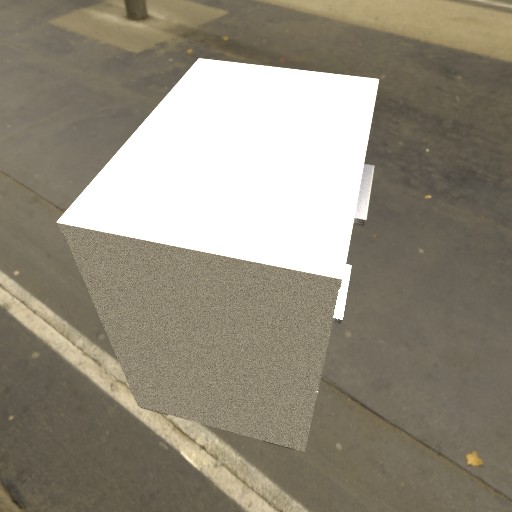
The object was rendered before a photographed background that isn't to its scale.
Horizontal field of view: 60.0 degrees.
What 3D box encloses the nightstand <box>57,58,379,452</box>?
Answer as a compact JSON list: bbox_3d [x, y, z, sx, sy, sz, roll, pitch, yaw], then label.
[{"bbox_3d":[0.000,0.000,0.761,0.325,0.460,0.441,11,47,10],"label":"nightstand"}]
